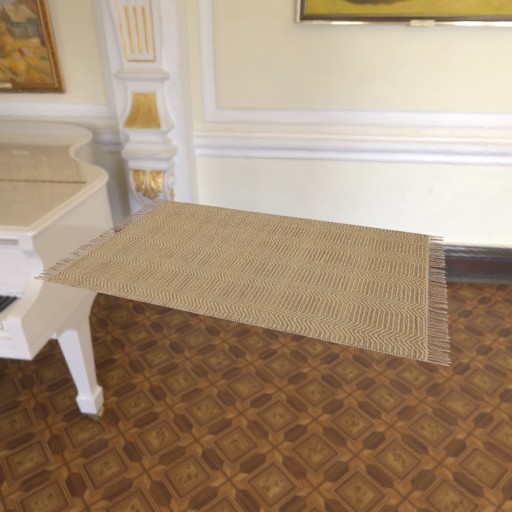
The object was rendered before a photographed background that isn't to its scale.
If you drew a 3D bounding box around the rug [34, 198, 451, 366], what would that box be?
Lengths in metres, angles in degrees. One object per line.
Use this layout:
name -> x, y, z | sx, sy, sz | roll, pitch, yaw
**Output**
rug -> 0.000, 0.000, 3.111 | 2.523, 0.034, 1.528 | 9, 29, 17
